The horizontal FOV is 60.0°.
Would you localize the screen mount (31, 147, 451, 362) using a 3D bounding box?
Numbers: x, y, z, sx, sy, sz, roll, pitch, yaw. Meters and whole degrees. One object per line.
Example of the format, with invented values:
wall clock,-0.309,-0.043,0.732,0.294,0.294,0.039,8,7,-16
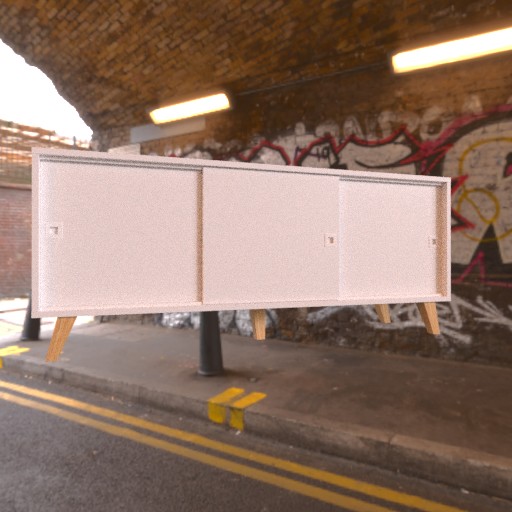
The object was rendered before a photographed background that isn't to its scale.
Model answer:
screen mount,0.000,0.000,1.693,1.490,0.619,0.400,0,0,-19
